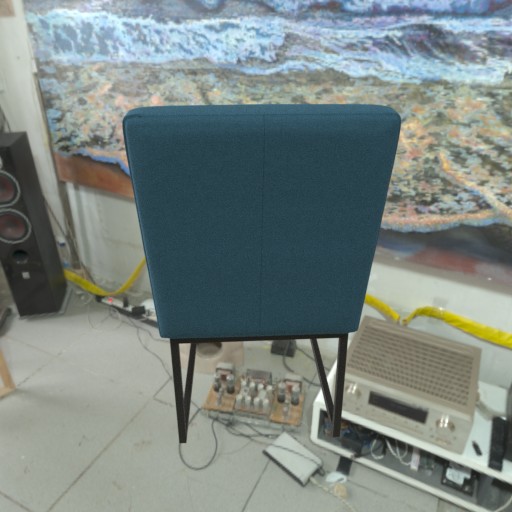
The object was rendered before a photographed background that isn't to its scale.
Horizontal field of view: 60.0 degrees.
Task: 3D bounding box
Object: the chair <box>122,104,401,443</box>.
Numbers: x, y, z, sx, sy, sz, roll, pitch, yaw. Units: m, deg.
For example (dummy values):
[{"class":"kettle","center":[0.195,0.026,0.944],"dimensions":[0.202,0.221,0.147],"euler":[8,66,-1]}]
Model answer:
[{"class":"chair","center":[0.000,0.000,1.273],"dimensions":[0.520,0.930,0.634],"euler":[-1,29,-2]}]
